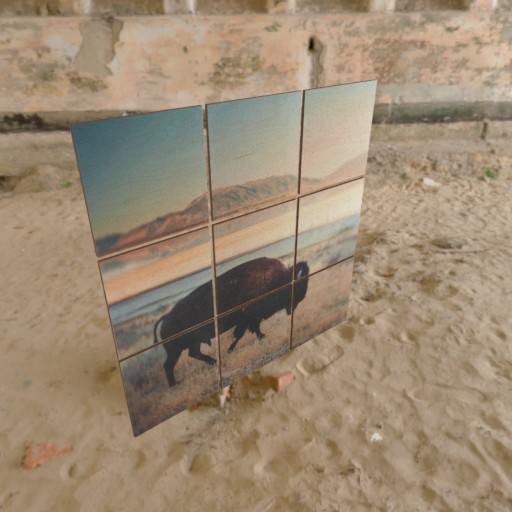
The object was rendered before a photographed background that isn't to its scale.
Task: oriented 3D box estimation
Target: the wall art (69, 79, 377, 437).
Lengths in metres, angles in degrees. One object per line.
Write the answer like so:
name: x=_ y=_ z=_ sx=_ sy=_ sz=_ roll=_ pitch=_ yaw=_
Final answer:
wall art: x=0.000 y=0.000 z=1.774 sx=1.221 sy=1.218 sz=0.019 roll=-21 pitch=36 yaw=-32
